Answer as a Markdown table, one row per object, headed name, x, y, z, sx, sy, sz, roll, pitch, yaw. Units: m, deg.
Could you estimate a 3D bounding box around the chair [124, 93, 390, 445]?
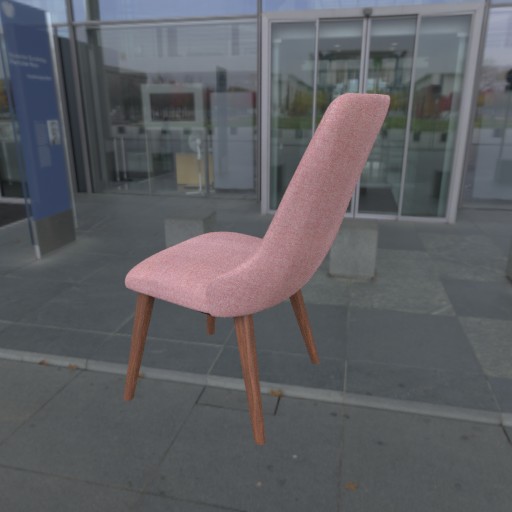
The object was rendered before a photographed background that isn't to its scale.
| name | x | y | z | sx | sy | sz | roll | pitch | yaw |
| --- | --- | --- | --- | --- | --- | --- | --- | --- | --- |
| chair | 0.000 | 0.000 | 1.352 | 0.707 | 0.918 | 0.535 | 9 | 20 | 26 |
